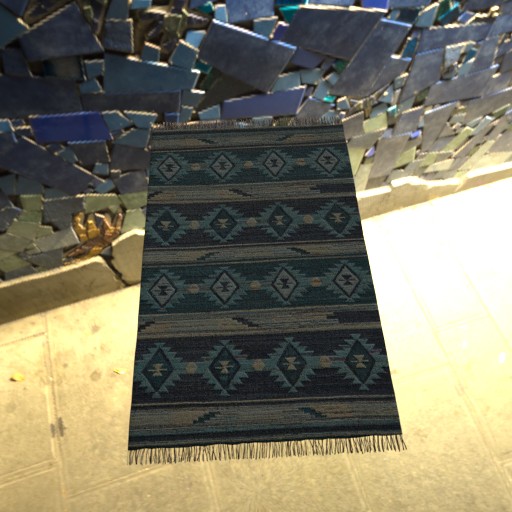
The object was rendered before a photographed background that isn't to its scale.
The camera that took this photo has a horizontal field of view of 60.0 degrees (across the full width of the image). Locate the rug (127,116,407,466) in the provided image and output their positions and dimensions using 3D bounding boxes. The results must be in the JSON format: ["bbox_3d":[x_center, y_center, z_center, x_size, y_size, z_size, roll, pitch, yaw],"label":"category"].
[{"bbox_3d":[0.000,0.000,2.307,1.181,0.028,1.936,-2,62,-1],"label":"rug"}]
